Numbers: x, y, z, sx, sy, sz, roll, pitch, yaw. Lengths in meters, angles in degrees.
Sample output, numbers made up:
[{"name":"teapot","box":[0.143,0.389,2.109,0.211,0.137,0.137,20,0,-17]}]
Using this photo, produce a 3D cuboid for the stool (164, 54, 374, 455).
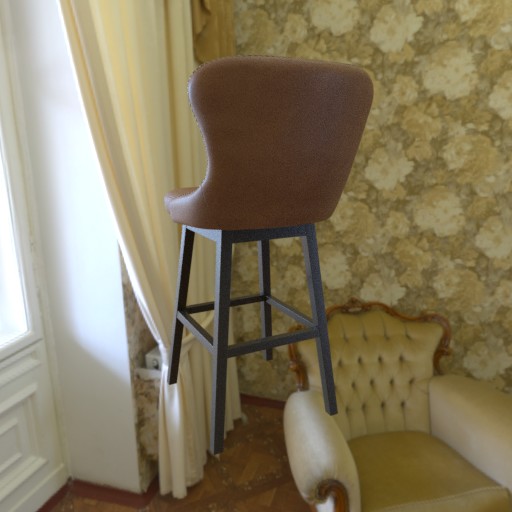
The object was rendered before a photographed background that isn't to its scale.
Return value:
[{"name":"stool","box":[0.000,0.000,1.378,0.528,1.050,0.601,-7,15,-27]}]
